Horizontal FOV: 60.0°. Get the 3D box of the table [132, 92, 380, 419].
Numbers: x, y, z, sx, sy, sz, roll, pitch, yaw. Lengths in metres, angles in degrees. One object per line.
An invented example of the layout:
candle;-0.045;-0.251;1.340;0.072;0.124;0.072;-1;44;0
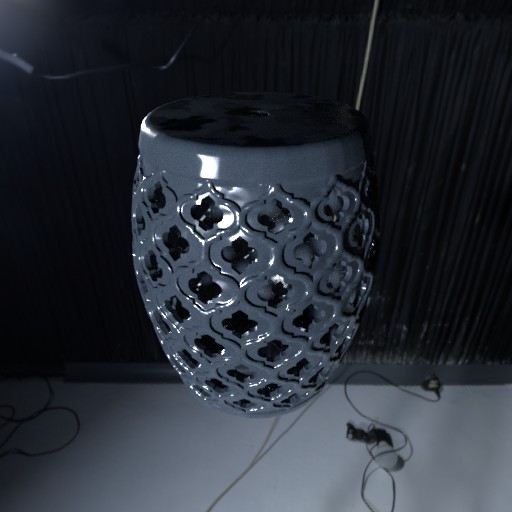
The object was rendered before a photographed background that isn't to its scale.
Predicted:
table;0.000;0.000;0.616;0.325;0.388;0.325;0;32;0
